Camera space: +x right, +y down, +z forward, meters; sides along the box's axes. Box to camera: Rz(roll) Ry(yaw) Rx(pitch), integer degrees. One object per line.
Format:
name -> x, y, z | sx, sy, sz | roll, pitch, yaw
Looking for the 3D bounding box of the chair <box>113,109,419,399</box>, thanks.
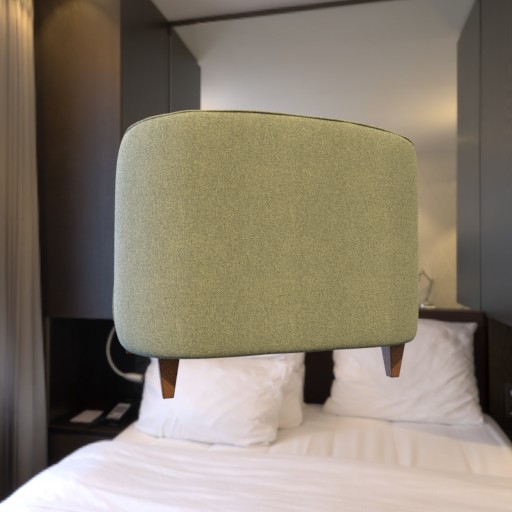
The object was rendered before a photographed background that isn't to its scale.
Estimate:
chair -> 0.000, 0.000, 1.781 | 1.094, 0.852, 0.945 | 0, -1, -18
